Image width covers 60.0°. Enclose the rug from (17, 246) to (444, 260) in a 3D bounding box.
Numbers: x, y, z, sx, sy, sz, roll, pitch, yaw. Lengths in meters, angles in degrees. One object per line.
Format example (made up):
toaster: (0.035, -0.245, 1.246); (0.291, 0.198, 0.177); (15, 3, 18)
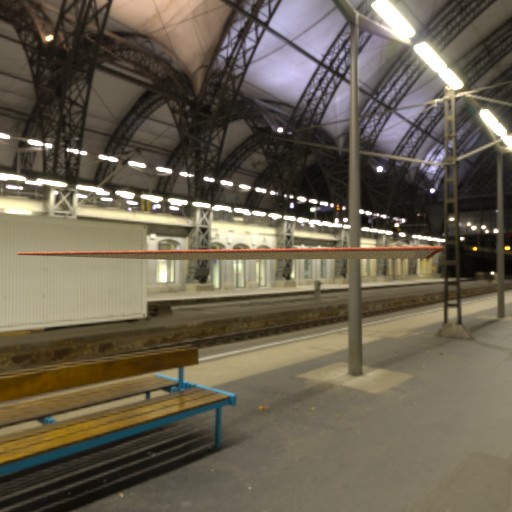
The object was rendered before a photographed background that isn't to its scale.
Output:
rug: (0.000, 0.000, 3.981); (2.976, 0.018, 2.430); (-1, -2, 19)
